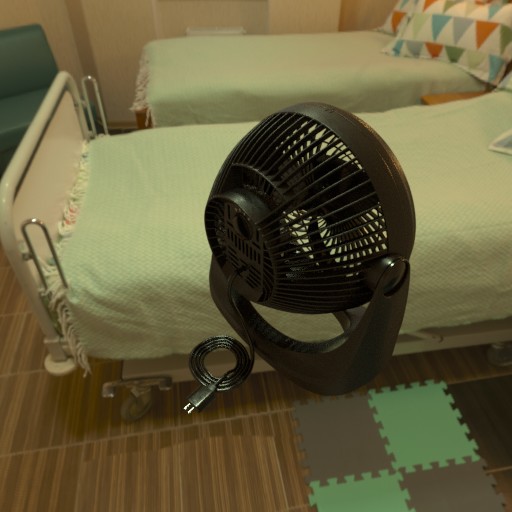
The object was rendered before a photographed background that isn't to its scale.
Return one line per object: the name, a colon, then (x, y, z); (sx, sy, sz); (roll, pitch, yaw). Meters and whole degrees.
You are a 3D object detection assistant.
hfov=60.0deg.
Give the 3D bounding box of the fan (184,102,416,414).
fan: (0.000, 0.000, 0.480); (0.256, 0.277, 0.273); (-28, 48, -28)
